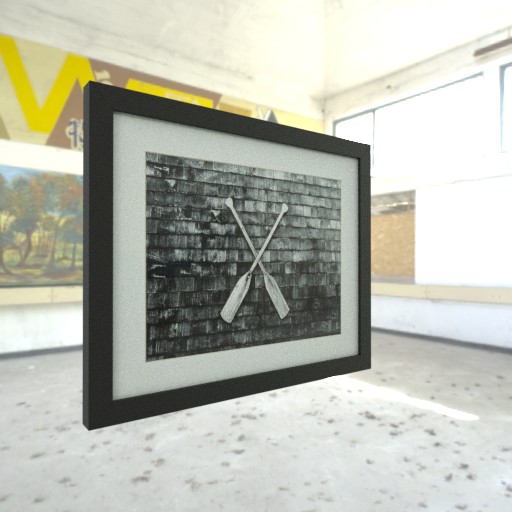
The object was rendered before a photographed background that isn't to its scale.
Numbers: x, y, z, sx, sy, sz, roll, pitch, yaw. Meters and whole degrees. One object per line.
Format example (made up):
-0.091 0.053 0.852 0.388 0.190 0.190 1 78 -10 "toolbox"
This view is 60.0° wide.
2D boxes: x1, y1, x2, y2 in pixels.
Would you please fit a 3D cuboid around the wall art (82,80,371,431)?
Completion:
0.000 0.000 0.752 0.558 0.457 0.029 0 0 -36 "wall art"
